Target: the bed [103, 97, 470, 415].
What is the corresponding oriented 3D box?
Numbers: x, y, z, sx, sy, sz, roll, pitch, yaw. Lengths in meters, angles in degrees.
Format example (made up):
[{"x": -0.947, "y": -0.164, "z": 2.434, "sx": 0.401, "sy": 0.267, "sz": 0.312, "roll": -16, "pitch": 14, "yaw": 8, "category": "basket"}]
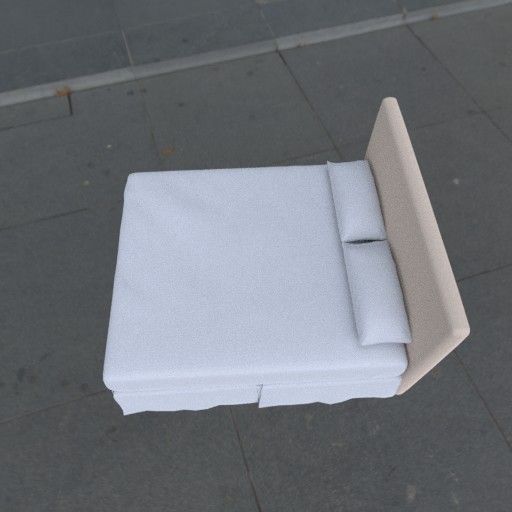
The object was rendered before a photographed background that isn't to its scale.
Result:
[{"x": 0.000, "y": 0.000, "z": 3.246, "sx": 2.142, "sy": 1.330, "sz": 1.884, "roll": -3, "pitch": 59, "yaw": -2, "category": "bed"}]
